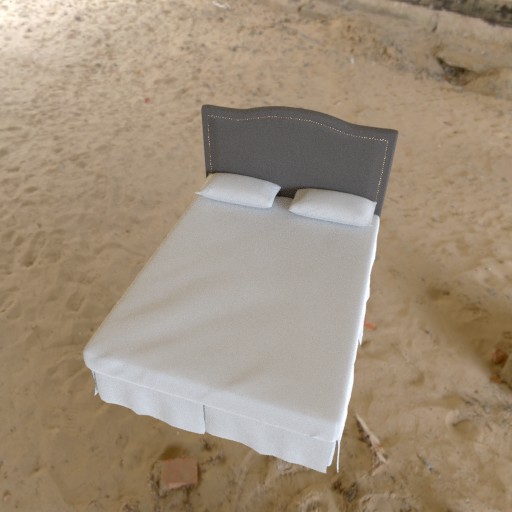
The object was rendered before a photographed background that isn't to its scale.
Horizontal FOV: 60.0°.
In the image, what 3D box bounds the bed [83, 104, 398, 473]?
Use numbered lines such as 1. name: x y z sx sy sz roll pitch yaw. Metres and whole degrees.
1. bed: 0.000 0.000 3.387 1.821 1.436 2.282 12 43 13
